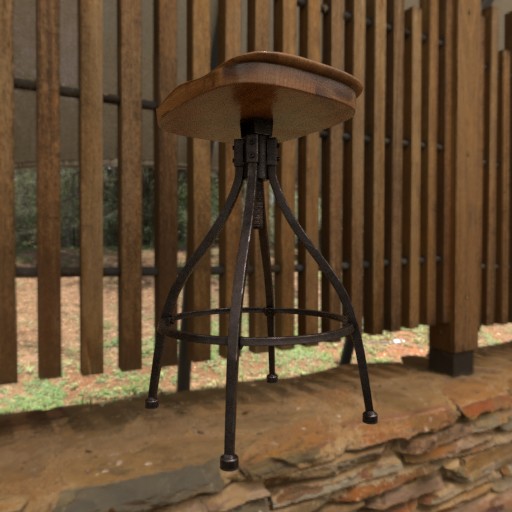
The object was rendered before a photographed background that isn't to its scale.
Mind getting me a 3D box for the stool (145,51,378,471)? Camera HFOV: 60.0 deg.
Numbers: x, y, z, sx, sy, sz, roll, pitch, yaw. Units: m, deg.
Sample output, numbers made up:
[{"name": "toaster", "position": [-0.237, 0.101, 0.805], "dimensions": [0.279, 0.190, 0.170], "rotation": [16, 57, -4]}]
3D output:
[{"name": "stool", "position": [0.000, 0.000, 0.970], "dimensions": [0.424, 0.694, 0.432], "rotation": [-1, 1, -35]}]
